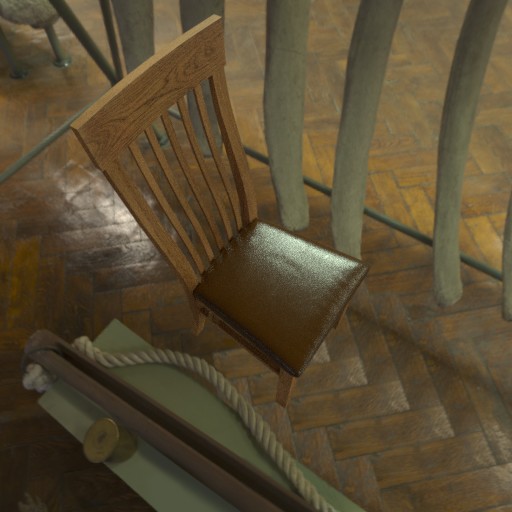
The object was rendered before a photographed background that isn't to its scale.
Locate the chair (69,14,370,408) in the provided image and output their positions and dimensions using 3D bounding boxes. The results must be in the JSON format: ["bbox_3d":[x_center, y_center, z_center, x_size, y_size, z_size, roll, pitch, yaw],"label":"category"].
[{"bbox_3d":[0.000,0.000,1.305,0.580,1.050,0.450,31,64,17],"label":"chair"}]
